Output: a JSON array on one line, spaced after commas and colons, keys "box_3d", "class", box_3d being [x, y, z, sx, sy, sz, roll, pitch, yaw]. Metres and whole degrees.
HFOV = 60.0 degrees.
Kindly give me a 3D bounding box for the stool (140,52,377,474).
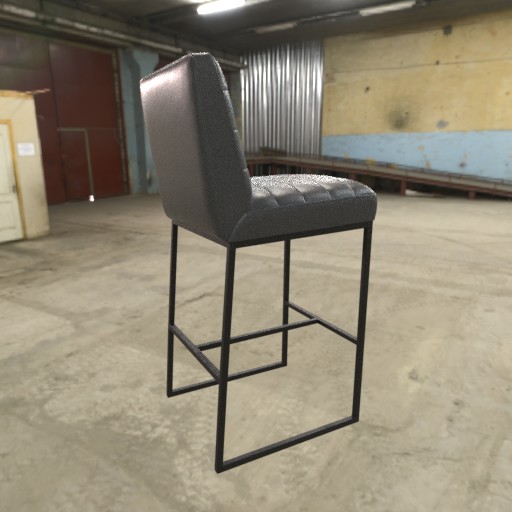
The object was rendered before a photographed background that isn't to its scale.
[{"box_3d": [0.000, 0.000, 1.346, 0.552, 1.040, 0.457, -7, 15, -28], "class": "stool"}]
